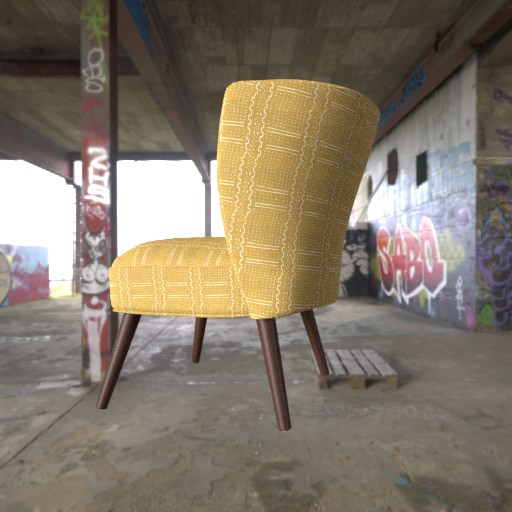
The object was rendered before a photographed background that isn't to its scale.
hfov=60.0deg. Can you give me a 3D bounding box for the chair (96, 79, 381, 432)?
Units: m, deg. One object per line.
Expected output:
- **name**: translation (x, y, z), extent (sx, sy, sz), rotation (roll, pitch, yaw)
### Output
- **chair**: translation (0.000, 0.000, 1.398), extent (0.758, 0.866, 0.706), rotation (0, 0, 19)
